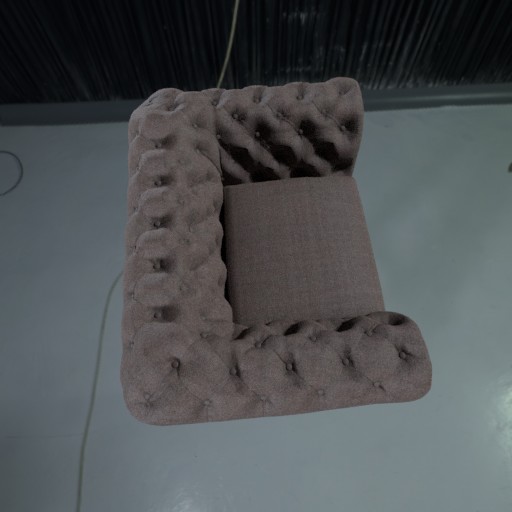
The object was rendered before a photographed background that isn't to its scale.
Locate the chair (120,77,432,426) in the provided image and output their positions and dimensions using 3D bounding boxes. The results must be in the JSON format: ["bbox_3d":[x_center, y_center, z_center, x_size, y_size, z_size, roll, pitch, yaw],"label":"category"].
[{"bbox_3d":[0.000,0.000,1.827,0.945,0.780,1.298,-5,65,-2],"label":"chair"}]
